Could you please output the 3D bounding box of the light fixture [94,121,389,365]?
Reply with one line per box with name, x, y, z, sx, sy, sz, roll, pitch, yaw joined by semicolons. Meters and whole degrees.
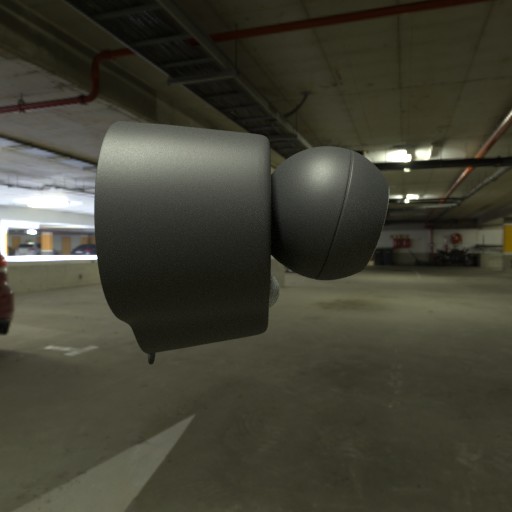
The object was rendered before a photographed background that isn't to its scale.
light fixture;0.000;0.000;0.324;0.159;0.159;0.229;0;1;1
